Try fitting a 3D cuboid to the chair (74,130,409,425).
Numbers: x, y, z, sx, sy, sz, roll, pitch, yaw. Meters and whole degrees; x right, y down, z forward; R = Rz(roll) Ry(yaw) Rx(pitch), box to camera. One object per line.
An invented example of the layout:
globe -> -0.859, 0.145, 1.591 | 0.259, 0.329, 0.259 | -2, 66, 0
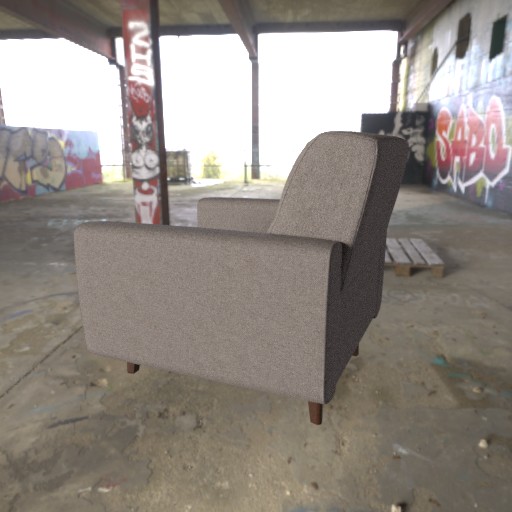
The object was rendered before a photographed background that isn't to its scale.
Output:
chair -> 0.000, 0.000, 1.559 | 0.907, 0.839, 0.831 | 7, 16, 24
